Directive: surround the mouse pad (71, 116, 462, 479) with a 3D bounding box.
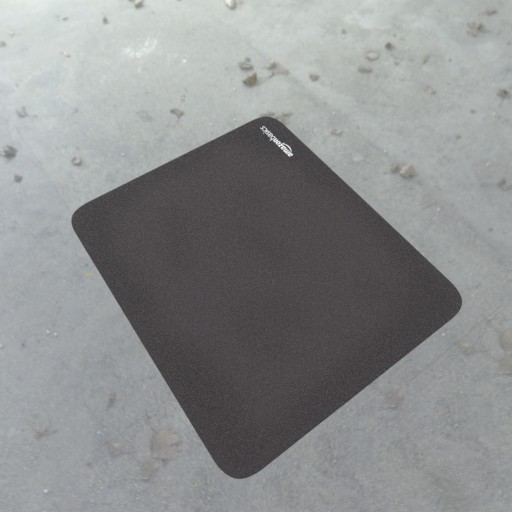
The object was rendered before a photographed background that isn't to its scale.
[{"bbox_3d":[0.000,0.000,0.345,0.211,0.002,0.249,-31,64,-17],"label":"mouse pad"}]
